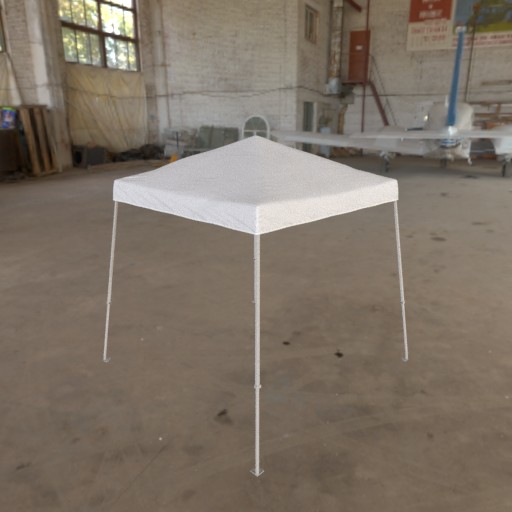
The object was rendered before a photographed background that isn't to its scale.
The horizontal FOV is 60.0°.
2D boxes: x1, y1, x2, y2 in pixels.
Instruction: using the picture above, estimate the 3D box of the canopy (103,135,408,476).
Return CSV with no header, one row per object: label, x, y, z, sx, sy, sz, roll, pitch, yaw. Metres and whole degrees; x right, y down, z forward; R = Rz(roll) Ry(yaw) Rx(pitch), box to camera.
canopy,0.000,0.000,5.428,2.849,2.849,2.848,16,23,42
